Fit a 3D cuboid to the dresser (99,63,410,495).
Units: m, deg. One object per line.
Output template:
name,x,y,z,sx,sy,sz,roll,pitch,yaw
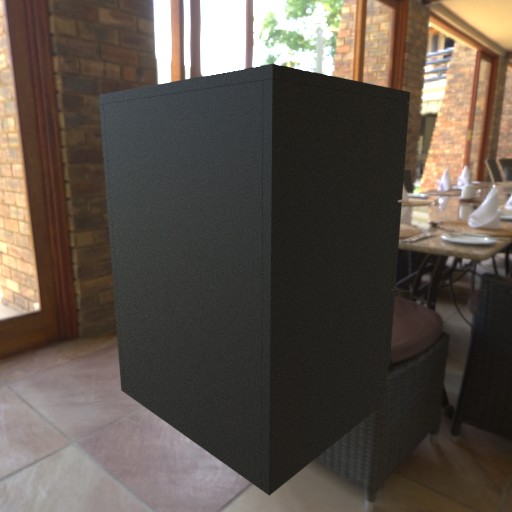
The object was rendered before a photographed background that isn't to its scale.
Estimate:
dresser,0.000,0.000,0.811,0.400,0.560,0.360,13,18,43
